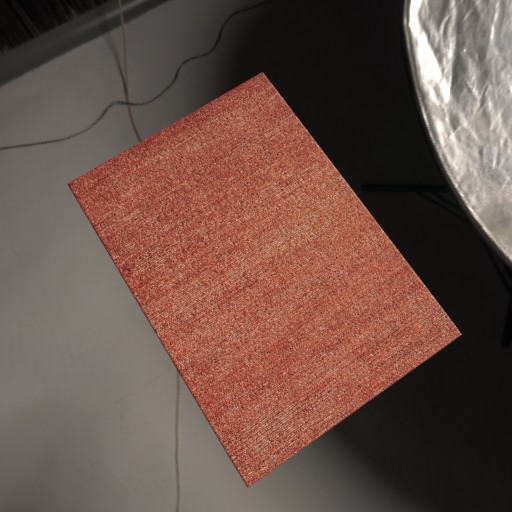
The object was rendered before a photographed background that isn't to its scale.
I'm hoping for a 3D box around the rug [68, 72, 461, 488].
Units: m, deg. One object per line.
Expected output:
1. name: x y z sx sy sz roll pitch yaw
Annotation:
1. rug: 0.000 0.000 5.083 2.803 0.025 3.965 -32 78 -8
